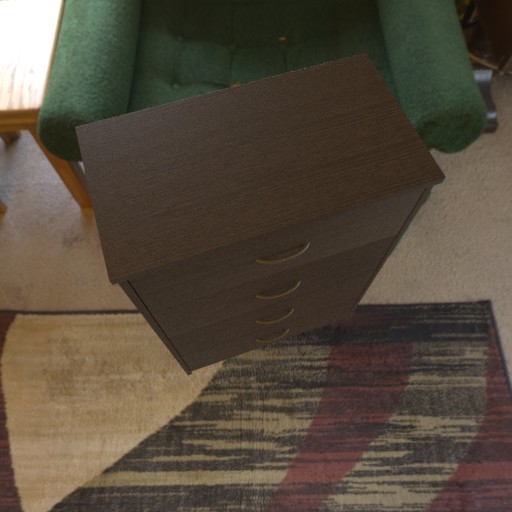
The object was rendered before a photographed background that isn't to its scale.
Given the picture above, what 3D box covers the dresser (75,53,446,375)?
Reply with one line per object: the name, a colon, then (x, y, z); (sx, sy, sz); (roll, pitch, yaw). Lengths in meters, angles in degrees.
dresser: (0.000, 0.000, 1.404); (0.704, 1.020, 0.399); (-17, 66, -8)
